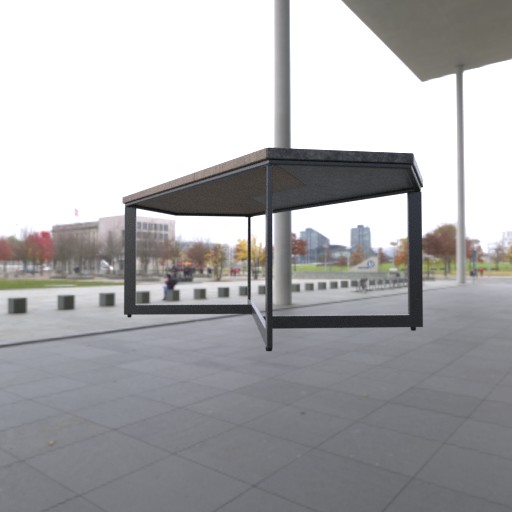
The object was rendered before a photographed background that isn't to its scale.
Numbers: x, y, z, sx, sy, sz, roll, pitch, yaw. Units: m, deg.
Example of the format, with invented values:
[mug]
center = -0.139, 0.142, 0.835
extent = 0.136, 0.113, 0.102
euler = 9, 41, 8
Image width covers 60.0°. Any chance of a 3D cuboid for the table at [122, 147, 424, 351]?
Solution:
[table]
center = 0.000, 0.000, 1.514
extent = 0.609, 0.457, 1.219
euler = 1, -2, -37
